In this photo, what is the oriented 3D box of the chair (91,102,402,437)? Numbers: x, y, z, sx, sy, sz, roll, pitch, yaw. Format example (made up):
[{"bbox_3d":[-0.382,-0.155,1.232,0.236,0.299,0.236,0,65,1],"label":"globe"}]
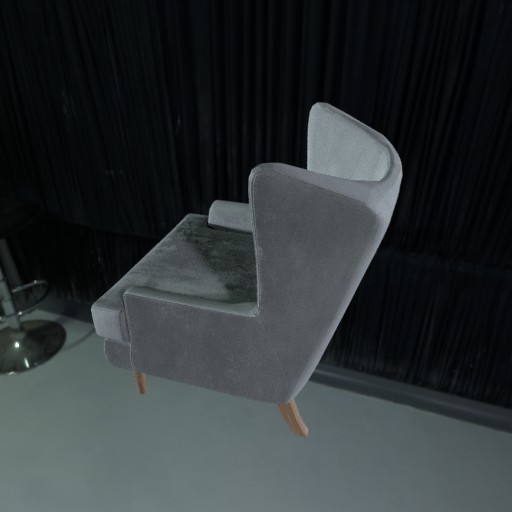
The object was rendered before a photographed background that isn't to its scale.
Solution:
[{"bbox_3d":[0.000,0.000,1.606,0.906,0.950,0.784,9,31,15],"label":"chair"}]
